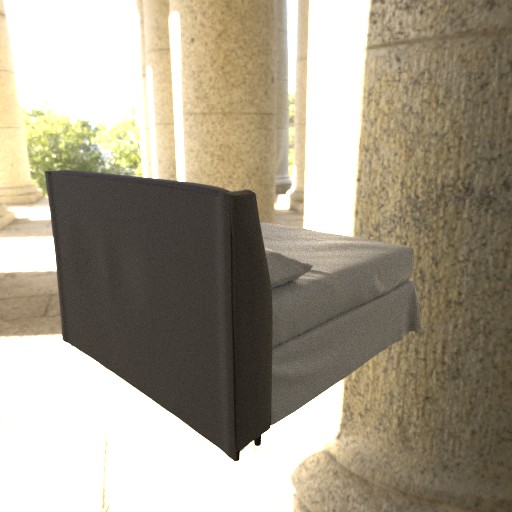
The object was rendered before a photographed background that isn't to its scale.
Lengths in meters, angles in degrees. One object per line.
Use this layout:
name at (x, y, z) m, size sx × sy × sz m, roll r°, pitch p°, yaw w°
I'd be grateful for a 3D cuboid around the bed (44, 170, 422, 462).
bed at (0.000, 0.000, 3.363) m, size 1.925 × 1.332 × 2.276 m, roll 14°, pitch 20°, yaw 42°
